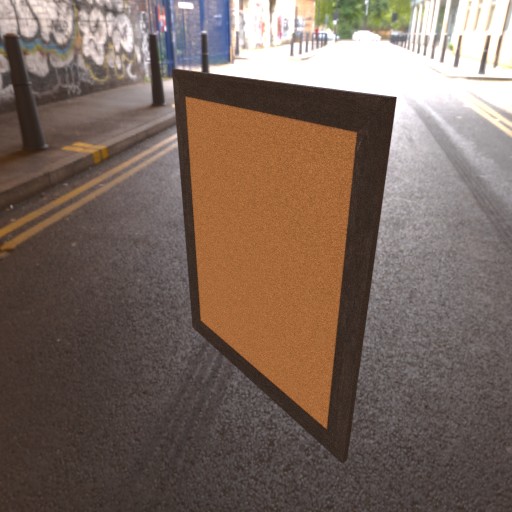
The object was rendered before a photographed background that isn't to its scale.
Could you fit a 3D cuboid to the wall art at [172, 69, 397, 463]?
[{"bbox_3d":[0.000,0.000,0.767,0.013,0.570,0.476,-20,33,-33],"label":"wall art"}]
